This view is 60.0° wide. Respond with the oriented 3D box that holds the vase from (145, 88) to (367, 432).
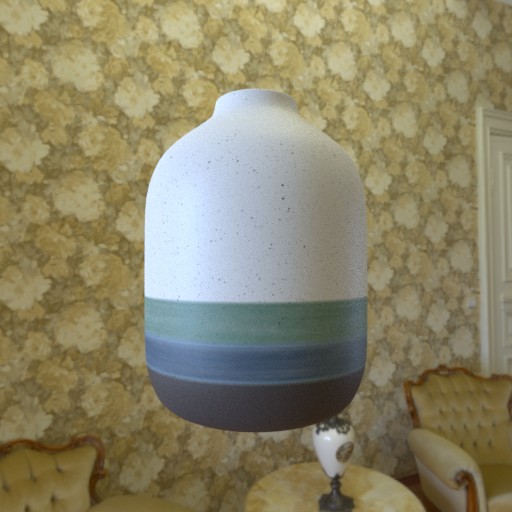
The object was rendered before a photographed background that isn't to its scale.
[{"bbox_3d":[0.000,0.000,0.347,0.169,0.240,0.169,0,-1,0],"label":"vase"}]
